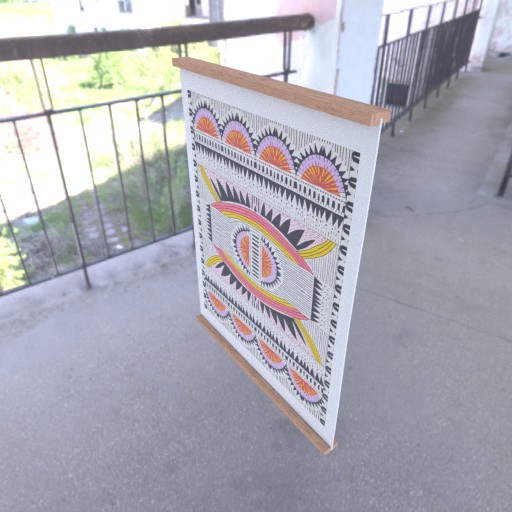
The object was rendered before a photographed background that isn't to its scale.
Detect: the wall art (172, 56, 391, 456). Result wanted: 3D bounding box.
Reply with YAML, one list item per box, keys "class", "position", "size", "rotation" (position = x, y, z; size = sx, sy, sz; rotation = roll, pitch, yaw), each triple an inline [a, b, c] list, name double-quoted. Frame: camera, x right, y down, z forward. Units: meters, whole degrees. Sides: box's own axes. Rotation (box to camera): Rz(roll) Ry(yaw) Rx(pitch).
- class: "wall art"
  position: [0.000, 0.000, 0.695]
  size: [0.028, 0.527, 0.403]
  rotation: [-22, 38, -30]
